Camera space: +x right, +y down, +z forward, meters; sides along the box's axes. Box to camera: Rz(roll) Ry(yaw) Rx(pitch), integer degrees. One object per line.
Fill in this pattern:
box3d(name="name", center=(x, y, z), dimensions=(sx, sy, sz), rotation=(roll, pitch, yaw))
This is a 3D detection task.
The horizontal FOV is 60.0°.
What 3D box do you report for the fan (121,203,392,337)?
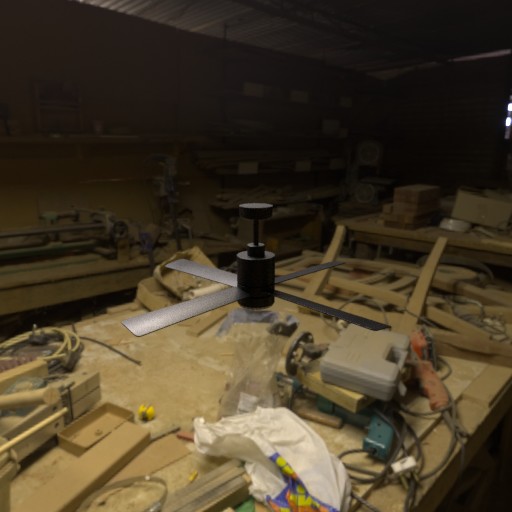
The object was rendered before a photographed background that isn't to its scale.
box3d(name="fan", center=(0.000, 0.000, 2.337), dimensions=(1.525, 0.534, 1.525), rotation=(-14, 20, -43))
